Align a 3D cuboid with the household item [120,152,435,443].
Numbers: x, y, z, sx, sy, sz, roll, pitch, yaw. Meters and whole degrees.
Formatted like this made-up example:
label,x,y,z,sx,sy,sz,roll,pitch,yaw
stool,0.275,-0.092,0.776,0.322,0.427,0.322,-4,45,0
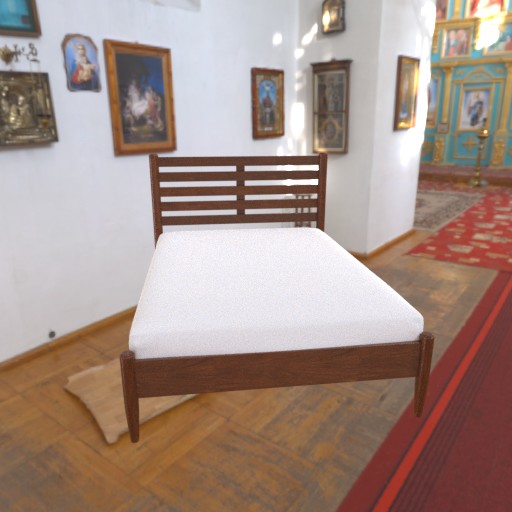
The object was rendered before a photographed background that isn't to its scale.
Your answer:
label,x,y,z,sx,sy,sz,roll,pitch,yaw
household item,0.000,0.000,3.276,1.663,1.356,2.232,-2,17,-7
